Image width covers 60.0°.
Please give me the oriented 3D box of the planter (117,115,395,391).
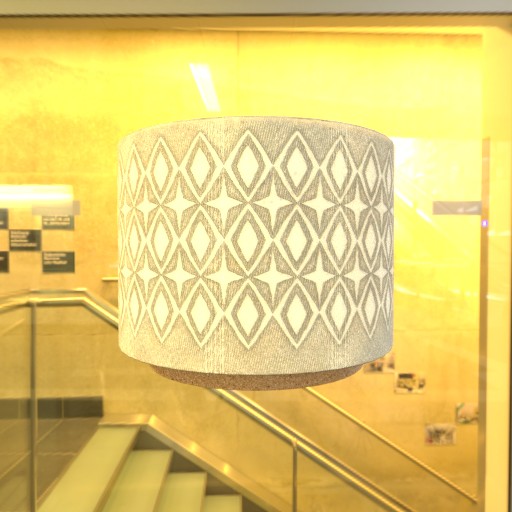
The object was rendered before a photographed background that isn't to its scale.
[{"bbox_3d":[0.000,0.000,0.313,0.186,0.144,0.186,0,1,0],"label":"planter"}]
